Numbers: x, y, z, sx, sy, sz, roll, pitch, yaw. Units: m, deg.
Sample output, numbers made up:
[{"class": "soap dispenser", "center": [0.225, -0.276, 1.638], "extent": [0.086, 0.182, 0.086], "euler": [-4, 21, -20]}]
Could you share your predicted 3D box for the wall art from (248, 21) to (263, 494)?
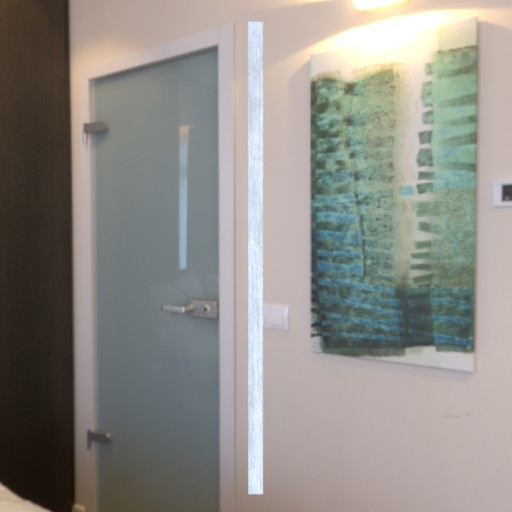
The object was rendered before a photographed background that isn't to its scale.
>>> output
[{"class": "wall art", "center": [0.000, 0.000, 0.815], "extent": [0.020, 0.613, 0.481], "euler": [0, 2, 0]}]
